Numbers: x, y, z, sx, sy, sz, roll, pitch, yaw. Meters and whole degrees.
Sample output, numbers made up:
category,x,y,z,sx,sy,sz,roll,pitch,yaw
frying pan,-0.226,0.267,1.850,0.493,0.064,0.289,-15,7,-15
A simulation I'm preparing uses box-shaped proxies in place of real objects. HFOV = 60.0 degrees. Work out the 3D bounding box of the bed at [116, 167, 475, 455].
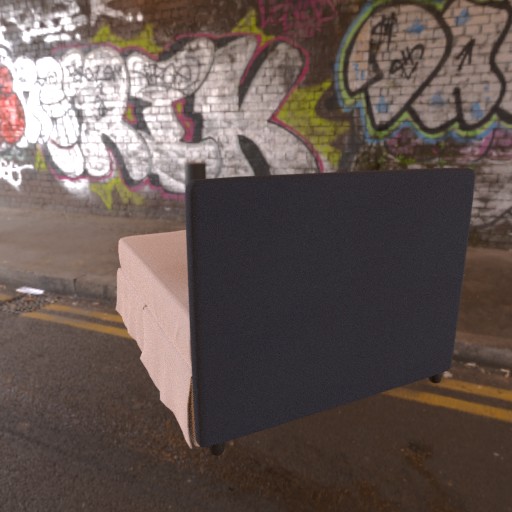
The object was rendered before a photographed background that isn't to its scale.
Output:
category,x,y,z,sx,sy,sz,roll,pitch,yaw
bed,0.000,0.000,3.170,1.713,1.330,2.162,-7,17,-25
